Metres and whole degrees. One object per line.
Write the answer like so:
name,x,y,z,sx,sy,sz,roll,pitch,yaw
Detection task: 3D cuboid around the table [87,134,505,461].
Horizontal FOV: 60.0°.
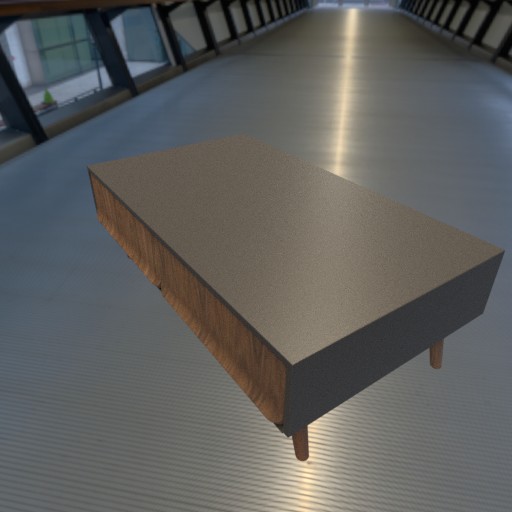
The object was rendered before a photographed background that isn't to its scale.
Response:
table,0.000,0.000,1.476,0.703,0.404,1.201,-20,37,-29
